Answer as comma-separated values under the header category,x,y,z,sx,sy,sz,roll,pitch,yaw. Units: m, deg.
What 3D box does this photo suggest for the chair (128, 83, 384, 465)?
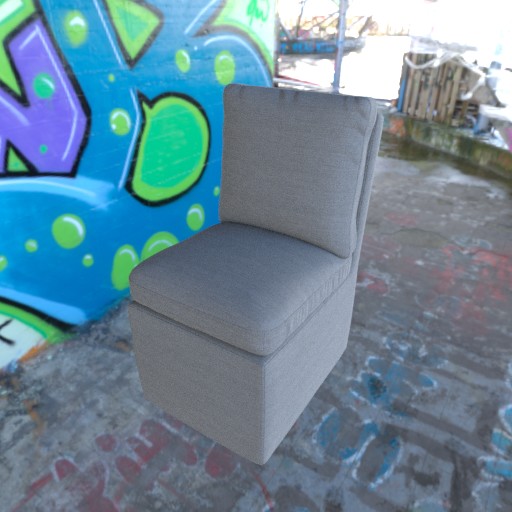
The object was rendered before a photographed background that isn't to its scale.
category,x,y,z,sx,sy,sz,roll,pitch,yaw
chair,0.000,0.000,1.374,0.503,0.927,0.698,18,34,28
